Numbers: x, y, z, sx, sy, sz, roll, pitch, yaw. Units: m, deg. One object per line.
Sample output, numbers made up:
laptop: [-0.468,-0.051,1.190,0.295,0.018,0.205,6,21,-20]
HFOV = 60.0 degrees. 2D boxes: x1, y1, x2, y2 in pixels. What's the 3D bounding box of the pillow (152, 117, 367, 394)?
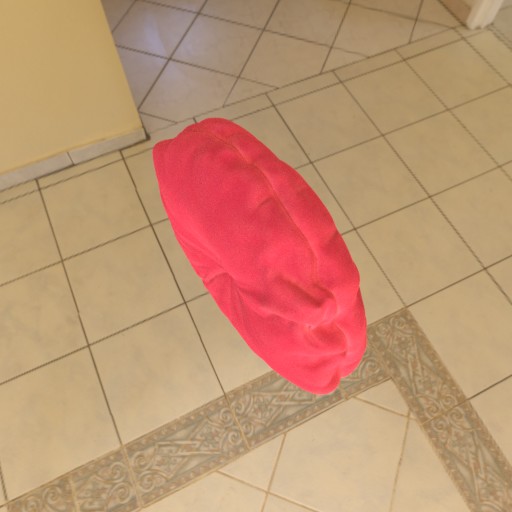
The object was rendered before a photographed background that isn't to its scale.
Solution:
pillow: [0.000,0.000,0.655,0.148,0.407,0.428,-32,68,-15]
